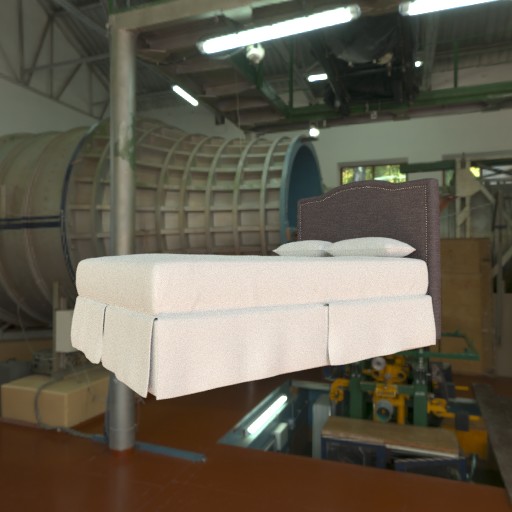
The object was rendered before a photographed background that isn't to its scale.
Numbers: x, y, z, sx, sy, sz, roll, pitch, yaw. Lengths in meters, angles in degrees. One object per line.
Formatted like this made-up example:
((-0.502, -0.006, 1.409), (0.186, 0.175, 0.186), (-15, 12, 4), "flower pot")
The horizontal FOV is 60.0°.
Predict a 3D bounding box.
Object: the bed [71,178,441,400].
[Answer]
((0.000, 0.000, 3.558), (2.507, 1.441, 1.741), (0, 0, -35), "bed")
